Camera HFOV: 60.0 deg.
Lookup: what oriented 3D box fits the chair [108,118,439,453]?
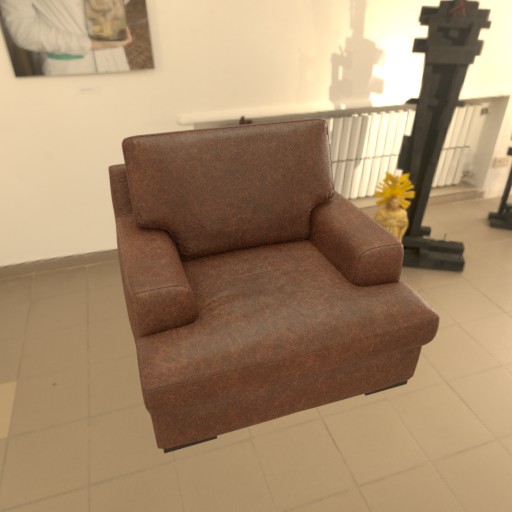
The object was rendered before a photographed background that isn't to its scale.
[{"bbox_3d":[0.000,0.000,1.960,1.168,0.939,1.143,-10,34,-15],"label":"chair"}]
